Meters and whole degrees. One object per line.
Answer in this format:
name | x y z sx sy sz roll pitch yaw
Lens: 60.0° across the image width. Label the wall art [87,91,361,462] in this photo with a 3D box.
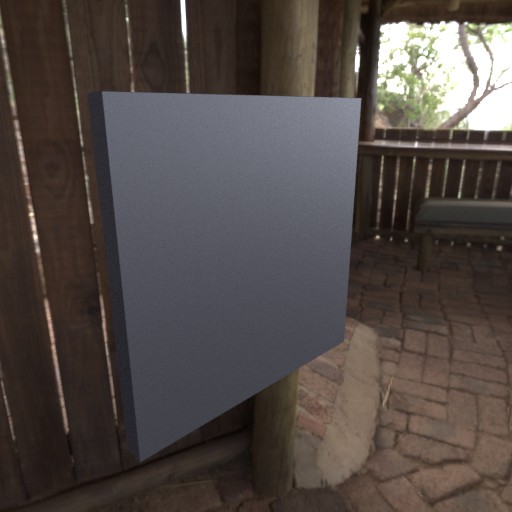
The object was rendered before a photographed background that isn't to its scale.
wall art | 0.000 0.000 0.745 0.507 0.507 0.038 -17 25 -41
